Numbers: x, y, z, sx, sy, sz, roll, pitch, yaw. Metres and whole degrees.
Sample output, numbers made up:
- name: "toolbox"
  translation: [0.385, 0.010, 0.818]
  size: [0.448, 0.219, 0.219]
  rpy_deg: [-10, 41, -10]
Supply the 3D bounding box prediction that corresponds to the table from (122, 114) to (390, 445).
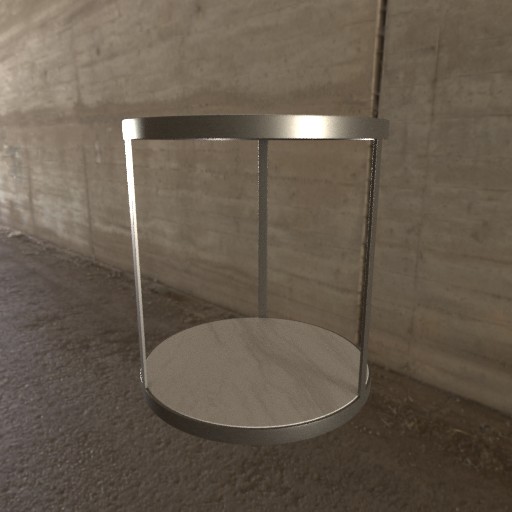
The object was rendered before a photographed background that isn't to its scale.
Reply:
- name: "table"
  translation: [0.000, 0.000, 0.827]
  size: [0.445, 0.479, 0.445]
  rpy_deg: [0, 14, 0]
